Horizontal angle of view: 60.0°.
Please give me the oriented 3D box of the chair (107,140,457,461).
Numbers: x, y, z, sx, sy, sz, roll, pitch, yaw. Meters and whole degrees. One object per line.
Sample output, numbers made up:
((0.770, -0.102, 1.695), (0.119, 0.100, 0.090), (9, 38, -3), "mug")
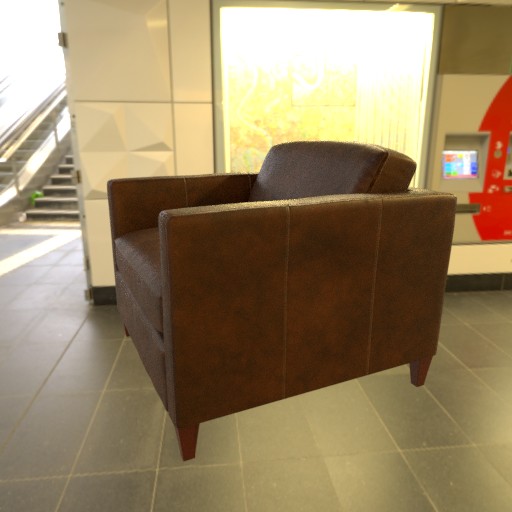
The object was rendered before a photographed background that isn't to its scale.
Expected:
((0.000, 0.000, 1.712), (0.975, 0.864, 0.990), (-7, 17, -25), "chair")
